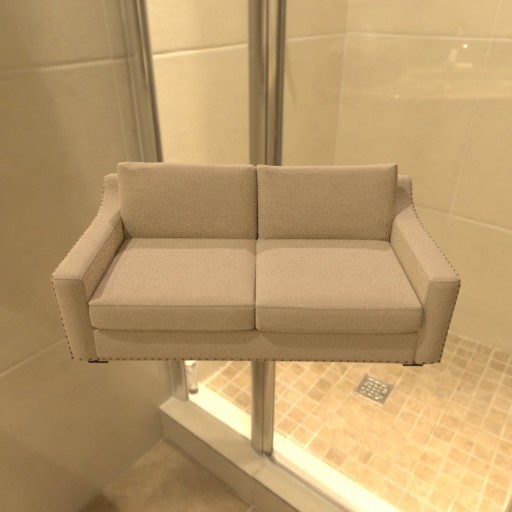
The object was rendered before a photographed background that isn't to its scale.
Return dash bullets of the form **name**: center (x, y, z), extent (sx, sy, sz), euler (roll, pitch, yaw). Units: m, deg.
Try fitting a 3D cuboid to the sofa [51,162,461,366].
- **sofa**: center (0.000, 0.000, 2.764), extent (2.107, 0.983, 1.104), euler (0, 30, 1)
